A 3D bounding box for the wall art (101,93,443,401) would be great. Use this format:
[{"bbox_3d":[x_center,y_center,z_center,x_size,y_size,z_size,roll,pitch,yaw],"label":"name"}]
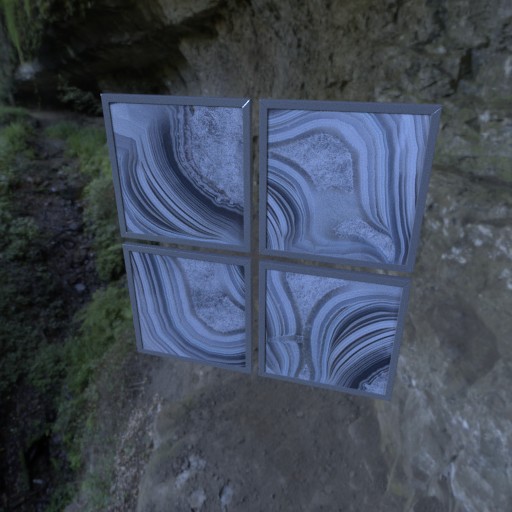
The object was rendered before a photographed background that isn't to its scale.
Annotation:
[{"bbox_3d":[0.000,0.000,1.663,1.118,1.118,0.029,7,27,14],"label":"wall art"}]
